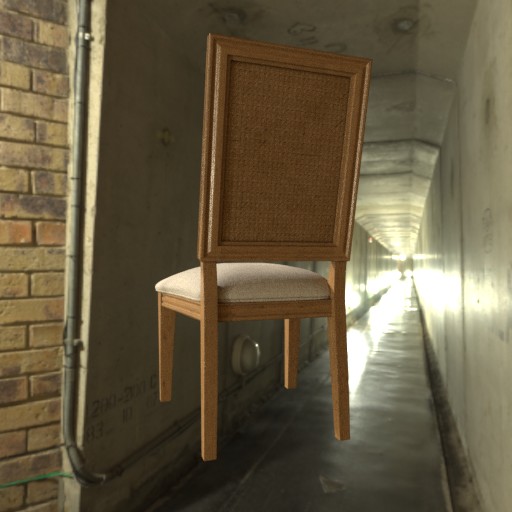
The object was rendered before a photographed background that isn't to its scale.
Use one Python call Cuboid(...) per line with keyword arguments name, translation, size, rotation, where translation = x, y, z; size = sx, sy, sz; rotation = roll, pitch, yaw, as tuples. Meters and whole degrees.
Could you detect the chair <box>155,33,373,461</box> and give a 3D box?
Cuboid(name="chair", translation=(0.000, 0.000, 1.323), size=(0.536, 0.988, 0.601), rotation=(0, 0, -18))
